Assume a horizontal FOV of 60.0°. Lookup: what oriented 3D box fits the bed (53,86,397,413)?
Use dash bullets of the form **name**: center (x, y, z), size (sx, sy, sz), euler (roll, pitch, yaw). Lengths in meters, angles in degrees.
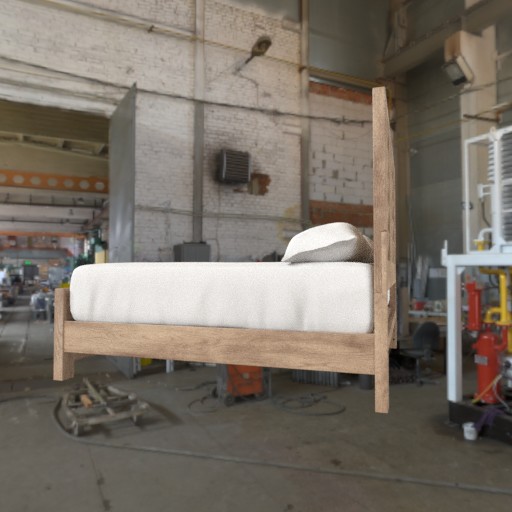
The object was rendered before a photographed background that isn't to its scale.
- **bed**: center (0.000, 0.000, 3.488), size (2.062, 1.626, 2.032), euler (-1, -2, 19)
